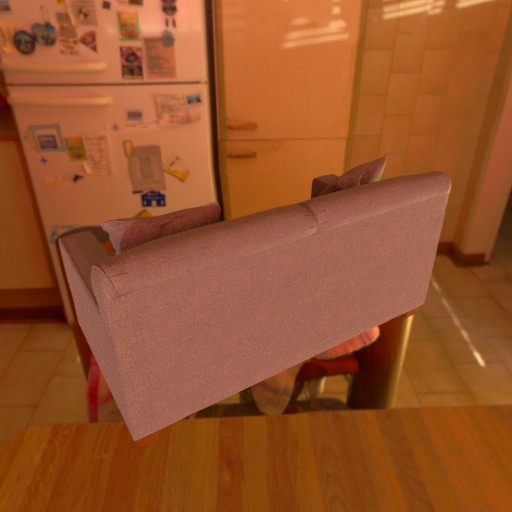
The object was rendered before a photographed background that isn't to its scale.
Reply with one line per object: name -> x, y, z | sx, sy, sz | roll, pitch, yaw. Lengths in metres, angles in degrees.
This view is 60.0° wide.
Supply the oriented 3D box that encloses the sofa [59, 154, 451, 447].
sofa -> 0.000, 0.000, 2.438 | 1.846, 0.958, 1.000 | -18, 34, -28
